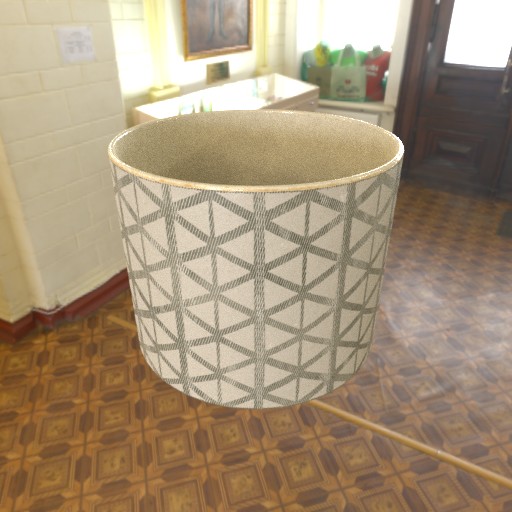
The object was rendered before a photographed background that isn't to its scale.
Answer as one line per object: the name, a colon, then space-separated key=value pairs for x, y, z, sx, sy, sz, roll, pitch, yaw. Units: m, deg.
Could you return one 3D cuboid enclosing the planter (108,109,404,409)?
planter: x=0.000 y=0.000 z=0.447 sx=0.250 sy=0.239 sz=0.250 roll=0 pitch=29 yaw=0
